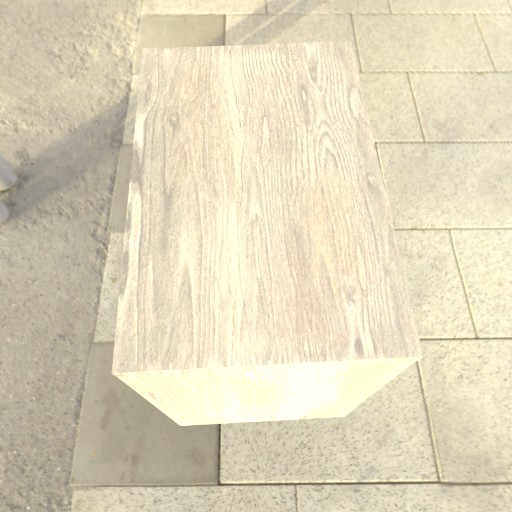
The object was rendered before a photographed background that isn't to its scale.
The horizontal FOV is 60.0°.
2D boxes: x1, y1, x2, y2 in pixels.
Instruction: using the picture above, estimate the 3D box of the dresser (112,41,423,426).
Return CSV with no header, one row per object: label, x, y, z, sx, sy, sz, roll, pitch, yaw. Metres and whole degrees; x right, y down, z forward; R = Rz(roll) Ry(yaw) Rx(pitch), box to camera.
dresser,0.000,0.000,1.274,0.529,0.762,0.809,-3,63,-1
